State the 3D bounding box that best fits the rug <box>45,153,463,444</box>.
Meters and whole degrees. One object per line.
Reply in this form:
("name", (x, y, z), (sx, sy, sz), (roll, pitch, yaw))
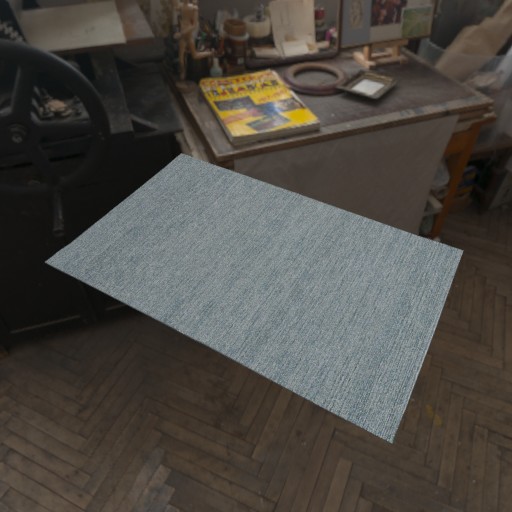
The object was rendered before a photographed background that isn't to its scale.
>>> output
("rug", (0.000, 0.000, 2.305), (1.853, 0.022, 1.174), (23, 50, 21))
